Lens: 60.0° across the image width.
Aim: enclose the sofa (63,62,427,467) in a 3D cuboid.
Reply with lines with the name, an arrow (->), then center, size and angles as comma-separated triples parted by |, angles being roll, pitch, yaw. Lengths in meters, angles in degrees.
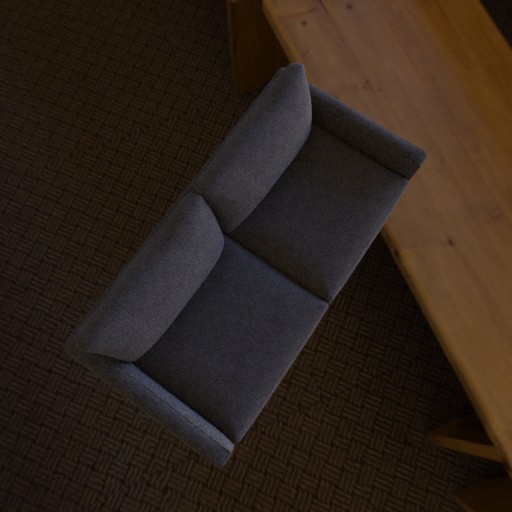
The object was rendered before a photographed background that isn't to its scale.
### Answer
sofa -> 0.000, 0.000, 2.180 | 0.866, 0.862, 1.716 | 34, 79, 8
